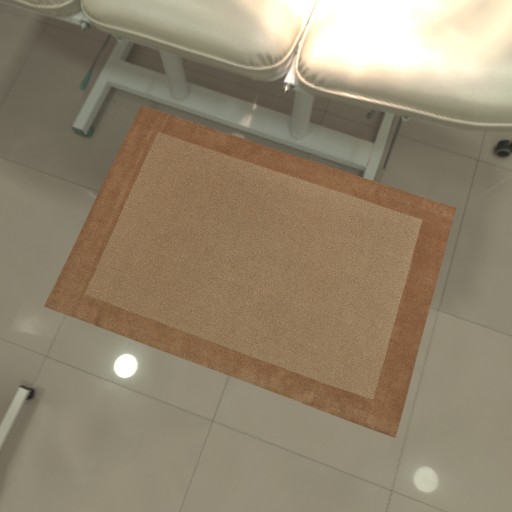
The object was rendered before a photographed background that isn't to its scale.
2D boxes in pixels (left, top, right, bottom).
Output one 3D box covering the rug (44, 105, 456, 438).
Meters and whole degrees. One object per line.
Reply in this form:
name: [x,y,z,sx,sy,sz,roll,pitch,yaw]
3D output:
rug: [0.000,0.000,2.297,1.829,0.014,1.219,19,76,5]
